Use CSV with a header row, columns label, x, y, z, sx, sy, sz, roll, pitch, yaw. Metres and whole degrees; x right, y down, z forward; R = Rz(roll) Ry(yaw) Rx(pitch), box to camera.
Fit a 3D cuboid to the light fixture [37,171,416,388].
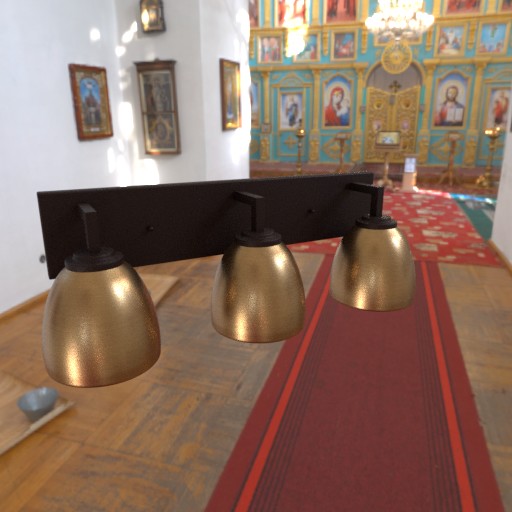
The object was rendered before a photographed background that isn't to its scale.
label,x,y,z,sx,sy,sz,roll,pitch,yaw
light fixture,0.000,0.000,0.641,0.582,0.204,0.157,-9,19,-27
